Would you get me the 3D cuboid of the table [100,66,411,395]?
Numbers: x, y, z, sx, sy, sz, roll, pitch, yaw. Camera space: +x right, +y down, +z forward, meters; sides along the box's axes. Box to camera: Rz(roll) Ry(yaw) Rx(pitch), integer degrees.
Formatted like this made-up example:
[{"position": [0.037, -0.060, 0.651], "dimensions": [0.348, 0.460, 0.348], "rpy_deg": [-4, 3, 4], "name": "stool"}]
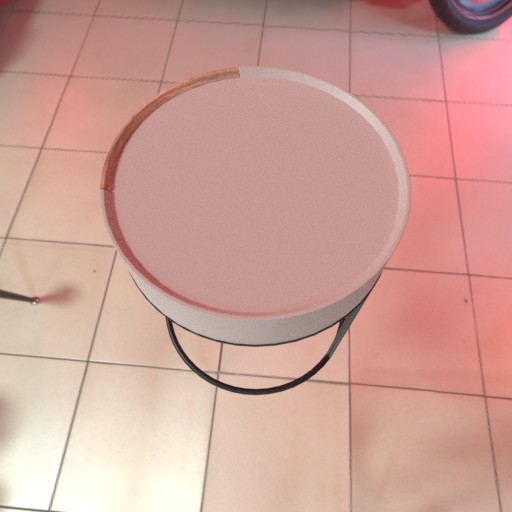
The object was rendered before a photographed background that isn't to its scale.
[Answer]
[{"position": [0.000, 0.000, 0.880], "dimensions": [0.450, 0.530, 0.450], "rpy_deg": [0, 63, 0], "name": "table"}]
